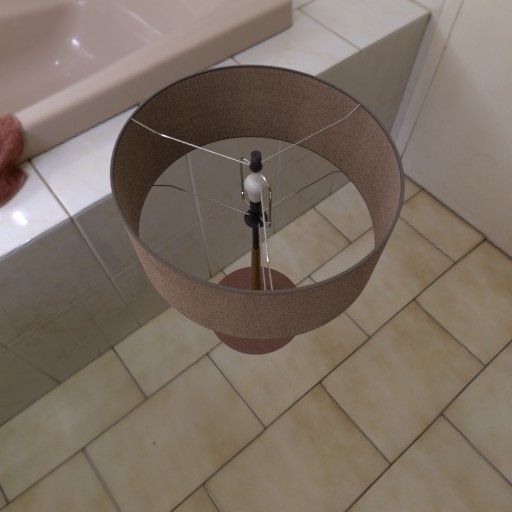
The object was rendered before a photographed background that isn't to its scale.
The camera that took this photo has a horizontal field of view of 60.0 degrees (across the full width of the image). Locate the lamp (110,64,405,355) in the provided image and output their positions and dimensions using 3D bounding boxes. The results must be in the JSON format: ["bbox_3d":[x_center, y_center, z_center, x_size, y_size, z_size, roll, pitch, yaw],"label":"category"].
[{"bbox_3d":[0.000,0.000,0.843,0.396,0.551,0.417,-33,65,-18],"label":"lamp"}]
